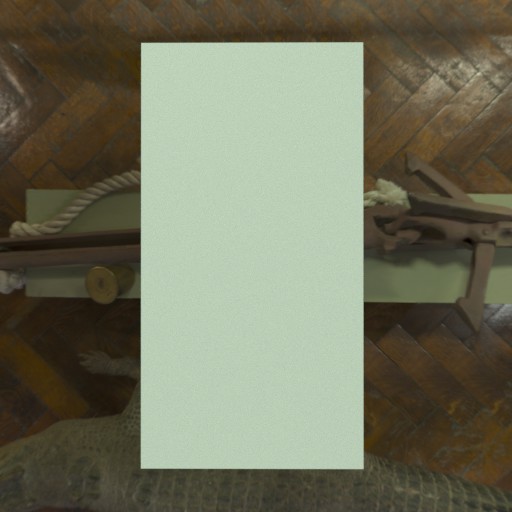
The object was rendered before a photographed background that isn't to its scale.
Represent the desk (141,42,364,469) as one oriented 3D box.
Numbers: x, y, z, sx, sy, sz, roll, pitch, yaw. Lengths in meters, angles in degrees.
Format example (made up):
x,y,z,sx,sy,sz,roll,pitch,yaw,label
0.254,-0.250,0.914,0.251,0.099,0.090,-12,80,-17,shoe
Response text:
x,y,z,sx,sy,sz,roll,pitch,yaw,label
0.000,0.000,1.298,0.482,0.730,0.898,0,90,0,desk
